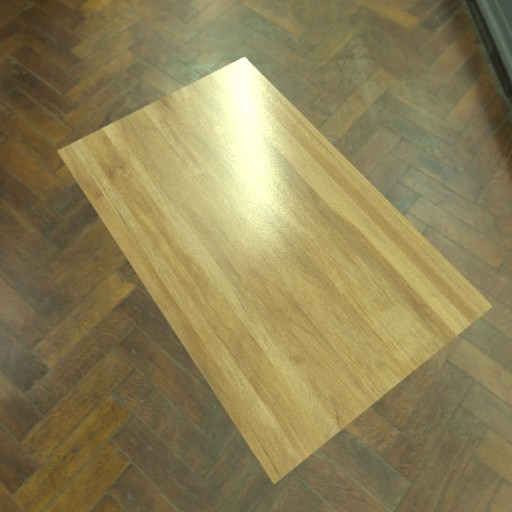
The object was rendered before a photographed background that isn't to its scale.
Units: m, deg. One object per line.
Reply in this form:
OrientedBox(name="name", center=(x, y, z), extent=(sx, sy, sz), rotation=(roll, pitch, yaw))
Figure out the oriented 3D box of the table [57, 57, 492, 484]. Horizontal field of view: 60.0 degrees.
OrientedBox(name="table", center=(0.000, 0.000, 1.429), extent=(0.692, 0.441, 1.100), rotation=(-33, 69, -15))
